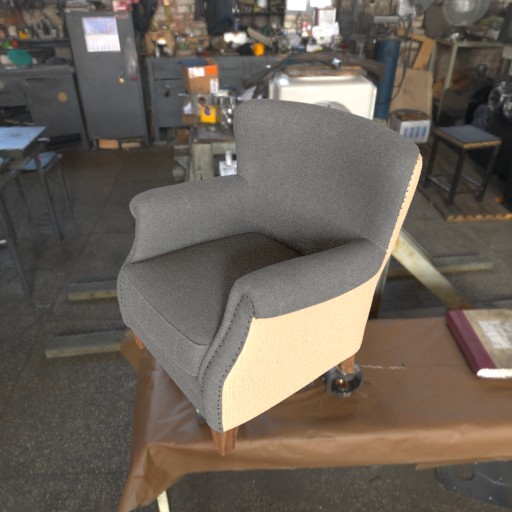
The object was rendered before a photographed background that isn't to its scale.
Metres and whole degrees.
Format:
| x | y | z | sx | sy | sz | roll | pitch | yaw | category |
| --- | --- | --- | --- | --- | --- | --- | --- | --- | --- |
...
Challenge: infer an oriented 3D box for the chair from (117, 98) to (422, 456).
| x | y | z | sx | sy | sz | roll | pitch | yaw | category |
| --- | --- | --- | --- | --- | --- | --- | --- | --- | --- |
| 0.000 | 0.000 | 1.653 | 0.921 | 0.936 | 0.861 | -23 | 39 | -32 | chair |
